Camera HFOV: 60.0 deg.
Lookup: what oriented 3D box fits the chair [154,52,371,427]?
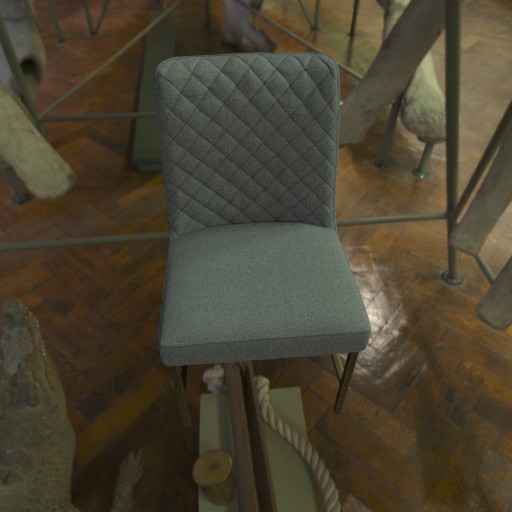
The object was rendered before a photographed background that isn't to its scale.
[{"bbox_3d":[0.000,0.000,1.231,0.508,0.889,0.587,-4,45,-4],"label":"chair"}]
